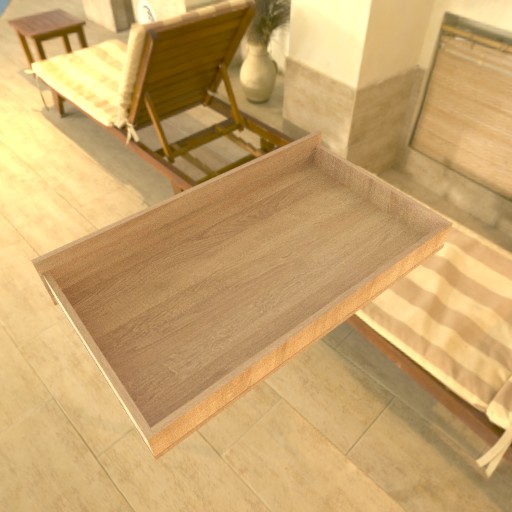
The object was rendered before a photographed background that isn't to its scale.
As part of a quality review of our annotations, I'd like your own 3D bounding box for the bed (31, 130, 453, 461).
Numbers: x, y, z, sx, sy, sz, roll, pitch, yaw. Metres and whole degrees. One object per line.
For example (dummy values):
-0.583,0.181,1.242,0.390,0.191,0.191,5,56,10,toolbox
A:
0.000,0.000,1.484,1.200,0.209,0.685,-30,53,-26,bed
